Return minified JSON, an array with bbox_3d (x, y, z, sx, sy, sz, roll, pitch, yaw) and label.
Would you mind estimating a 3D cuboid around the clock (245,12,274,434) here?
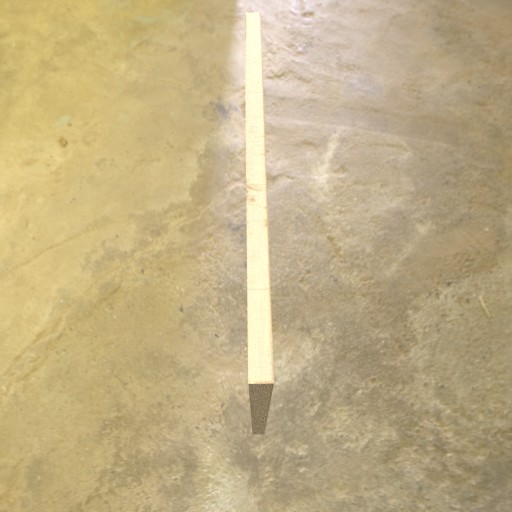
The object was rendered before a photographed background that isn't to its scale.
[{"bbox_3d":[0.000,0.000,1.018,0.032,0.705,0.705,-1,63,0],"label":"clock"}]
